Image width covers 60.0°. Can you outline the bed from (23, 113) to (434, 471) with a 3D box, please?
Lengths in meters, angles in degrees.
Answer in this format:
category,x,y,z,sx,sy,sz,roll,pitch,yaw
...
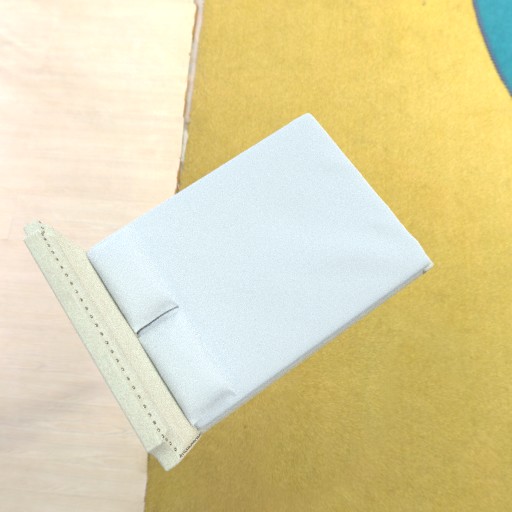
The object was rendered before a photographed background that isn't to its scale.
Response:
category,x,y,z,sx,sy,sz,roll,pitch,yaw
bed,0.000,0.000,3.348,2.381,1.457,1.713,-34,78,-8
